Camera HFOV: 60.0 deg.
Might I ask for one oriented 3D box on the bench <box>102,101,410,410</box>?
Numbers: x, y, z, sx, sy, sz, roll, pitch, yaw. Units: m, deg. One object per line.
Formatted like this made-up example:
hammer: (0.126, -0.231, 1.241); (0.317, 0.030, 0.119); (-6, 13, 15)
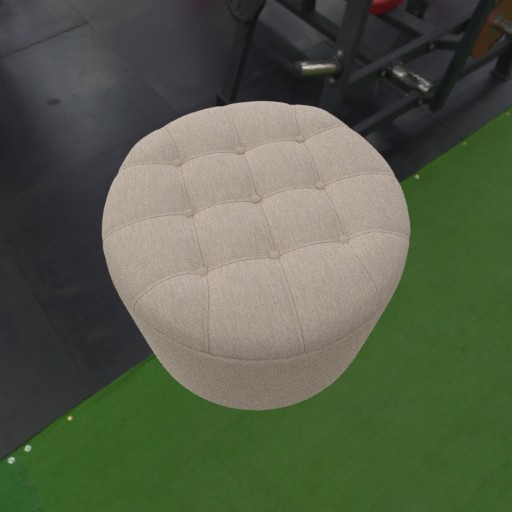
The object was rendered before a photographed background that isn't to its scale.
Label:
bench: (0.000, 0.000, 1.011); (0.600, 0.454, 0.600); (0, 59, 0)
